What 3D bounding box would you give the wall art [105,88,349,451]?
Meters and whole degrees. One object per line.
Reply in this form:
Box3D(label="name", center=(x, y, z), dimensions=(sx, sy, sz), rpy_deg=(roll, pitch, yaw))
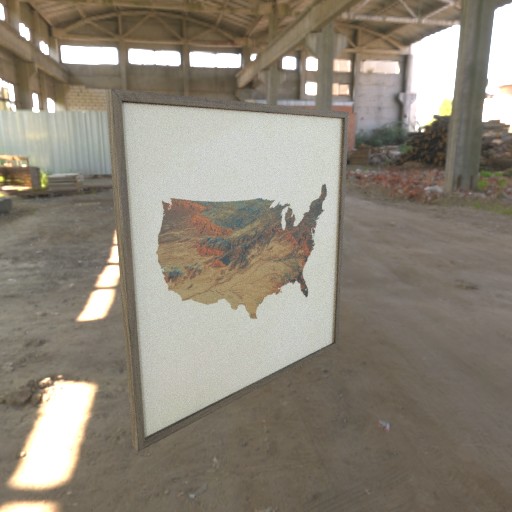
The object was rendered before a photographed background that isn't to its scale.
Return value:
Box3D(label="wall art", center=(0.000, 0.000, 0.776), dimensions=(0.508, 0.507, 0.016), rpy_deg=(-13, 19, -43))
